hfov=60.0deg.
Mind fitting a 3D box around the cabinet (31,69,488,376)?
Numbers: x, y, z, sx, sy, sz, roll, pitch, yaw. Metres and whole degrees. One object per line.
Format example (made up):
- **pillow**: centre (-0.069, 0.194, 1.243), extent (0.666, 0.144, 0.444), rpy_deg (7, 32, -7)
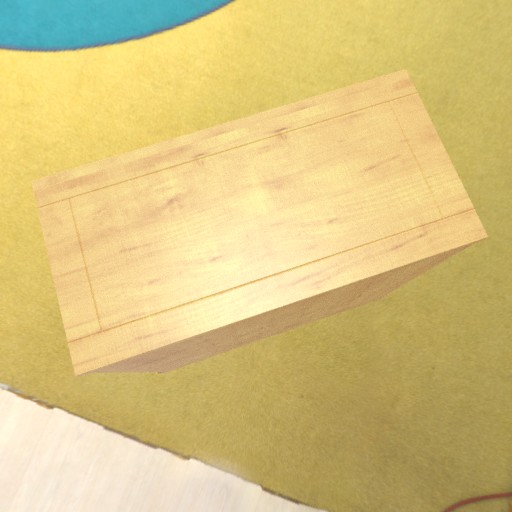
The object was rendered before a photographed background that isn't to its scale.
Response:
- **cabinet**: centre (0.000, 0.000, 1.389), extent (0.920, 0.840, 0.450), rpy_deg (-18, 76, -5)
